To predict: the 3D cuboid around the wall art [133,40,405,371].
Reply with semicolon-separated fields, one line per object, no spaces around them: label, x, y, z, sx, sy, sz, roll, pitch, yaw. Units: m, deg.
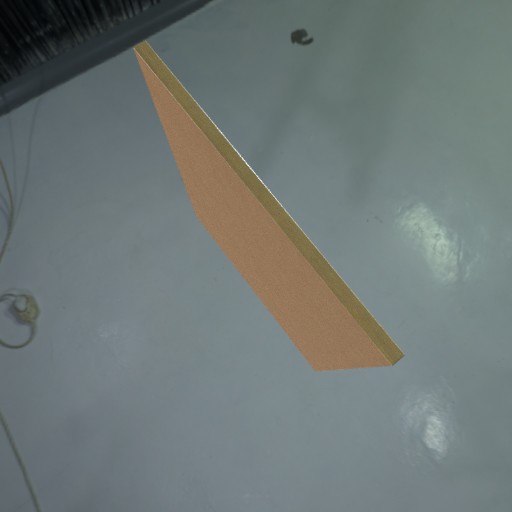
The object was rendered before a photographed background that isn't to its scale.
wall art;0.000;0.000;1.316;0.030;1.002;0.798;-36;78;-9
